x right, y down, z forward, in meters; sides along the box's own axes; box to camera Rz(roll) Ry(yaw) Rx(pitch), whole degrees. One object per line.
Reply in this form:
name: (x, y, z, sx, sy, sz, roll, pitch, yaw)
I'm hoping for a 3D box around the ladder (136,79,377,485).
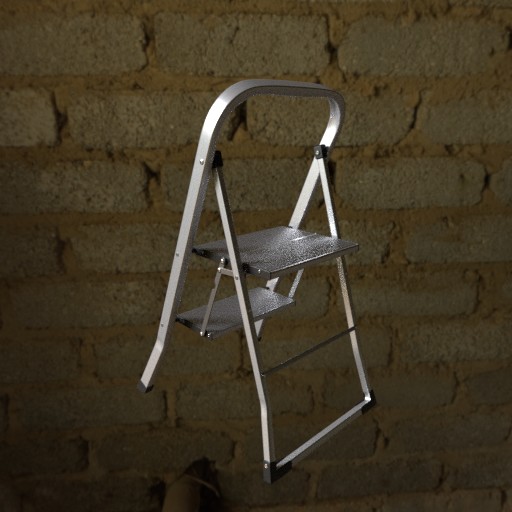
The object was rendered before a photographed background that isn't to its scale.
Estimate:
ladder: (0.000, 0.000, 1.143, 0.465, 0.830, 0.530, -16, 23, -41)
